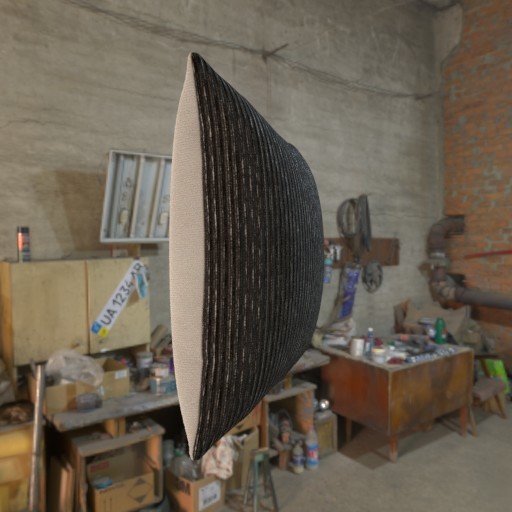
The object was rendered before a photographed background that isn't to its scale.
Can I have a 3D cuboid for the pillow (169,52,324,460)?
[{"bbox_3d":[0.000,0.000,0.668,0.196,0.434,0.433,0,1,18],"label":"pillow"}]
